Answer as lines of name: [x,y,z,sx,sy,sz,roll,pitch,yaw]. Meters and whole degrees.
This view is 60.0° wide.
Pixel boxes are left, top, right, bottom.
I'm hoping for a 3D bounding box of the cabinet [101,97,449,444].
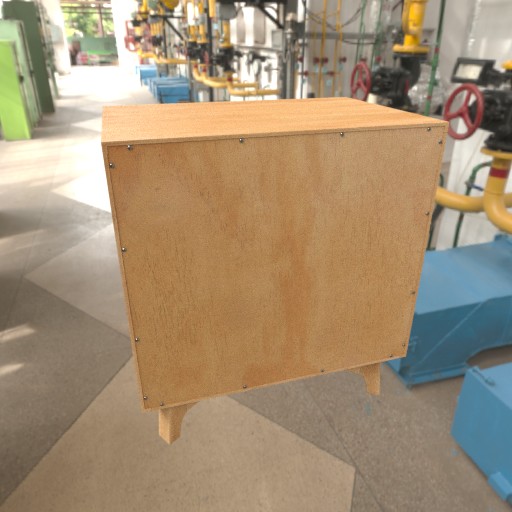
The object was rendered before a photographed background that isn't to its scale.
cabinet: [0.000,0.000,0.963,0.551,0.599,0.394,-8,27,-15]
